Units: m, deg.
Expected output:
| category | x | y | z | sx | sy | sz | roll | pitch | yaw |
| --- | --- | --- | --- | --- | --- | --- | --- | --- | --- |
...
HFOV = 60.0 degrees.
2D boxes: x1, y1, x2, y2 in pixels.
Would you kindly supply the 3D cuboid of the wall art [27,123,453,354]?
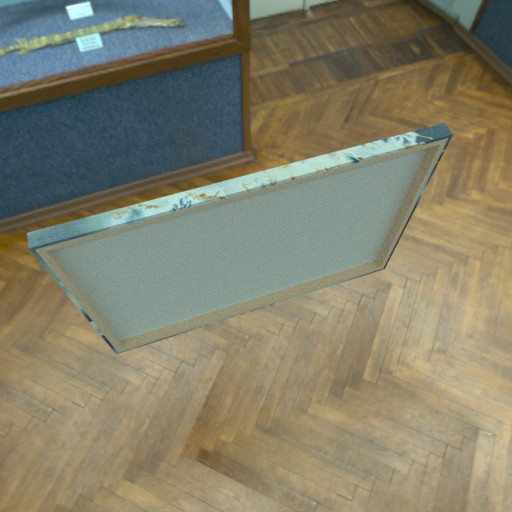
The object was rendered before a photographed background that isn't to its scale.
| category | x | y | z | sx | sy | sz | roll | pitch | yaw |
| --- | --- | --- | --- | --- | --- | --- | --- | --- | --- |
| wall art | 0.000 | 0.000 | 1.174 | 0.912 | 0.608 | 0.038 | -17 | 60 | -10 |
